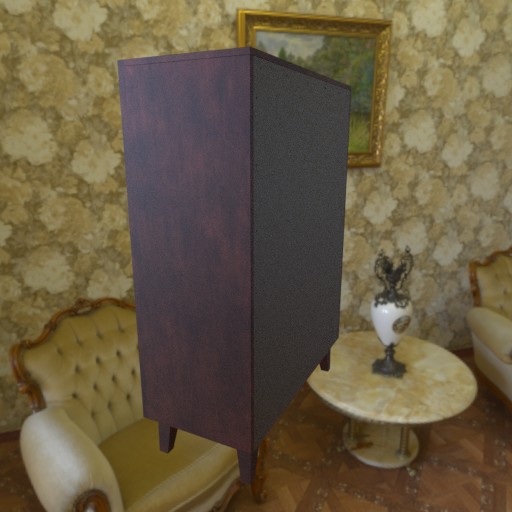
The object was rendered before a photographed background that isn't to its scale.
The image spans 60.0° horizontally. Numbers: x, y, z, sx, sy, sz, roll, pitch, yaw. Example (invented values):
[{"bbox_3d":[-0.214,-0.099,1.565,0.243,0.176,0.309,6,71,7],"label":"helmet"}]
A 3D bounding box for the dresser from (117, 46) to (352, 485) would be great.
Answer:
[{"bbox_3d":[0.000,0.000,1.996,0.506,1.514,1.072,7,16,26],"label":"dresser"}]
